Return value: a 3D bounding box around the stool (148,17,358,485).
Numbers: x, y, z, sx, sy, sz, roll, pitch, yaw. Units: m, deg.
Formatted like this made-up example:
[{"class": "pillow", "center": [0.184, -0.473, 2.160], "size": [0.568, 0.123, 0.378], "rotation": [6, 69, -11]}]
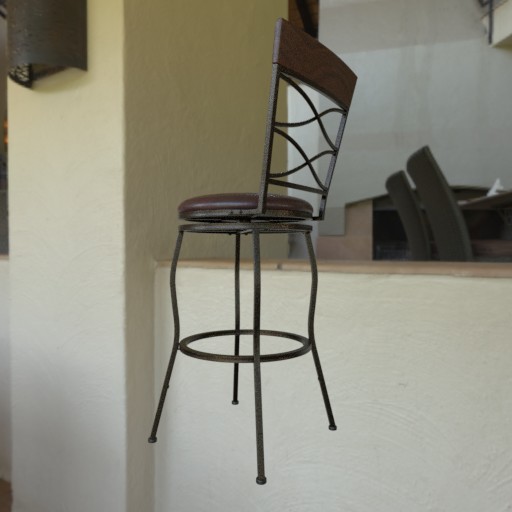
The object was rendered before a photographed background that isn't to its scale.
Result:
[{"class": "stool", "center": [0.000, 0.000, 1.365], "size": [0.513, 1.130, 0.448], "rotation": [1, 1, 36]}]
